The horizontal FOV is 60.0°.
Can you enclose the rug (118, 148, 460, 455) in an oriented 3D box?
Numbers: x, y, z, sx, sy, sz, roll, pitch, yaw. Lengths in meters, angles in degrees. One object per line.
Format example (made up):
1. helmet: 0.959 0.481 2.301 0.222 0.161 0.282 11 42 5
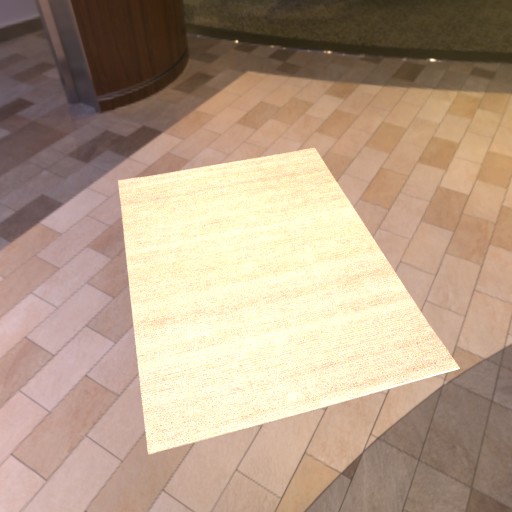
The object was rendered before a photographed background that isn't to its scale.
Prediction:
1. rug: 0.000 0.000 4.352 2.467 0.046 3.245 -11 48 -11
